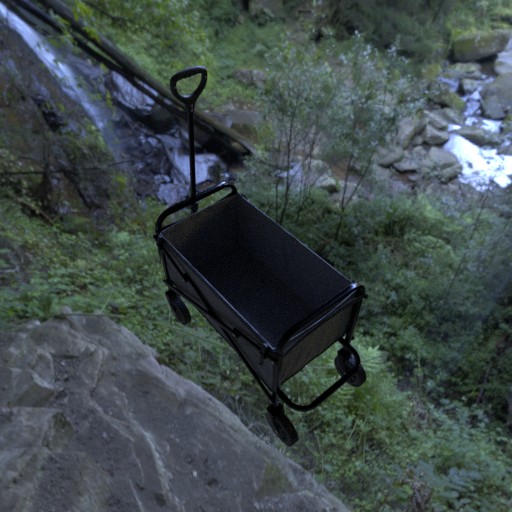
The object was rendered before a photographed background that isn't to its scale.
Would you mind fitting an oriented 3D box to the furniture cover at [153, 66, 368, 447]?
[{"bbox_3d":[0.000,0.000,1.816,0.532,1.295,1.038,-31,53,-26],"label":"furniture cover"}]
